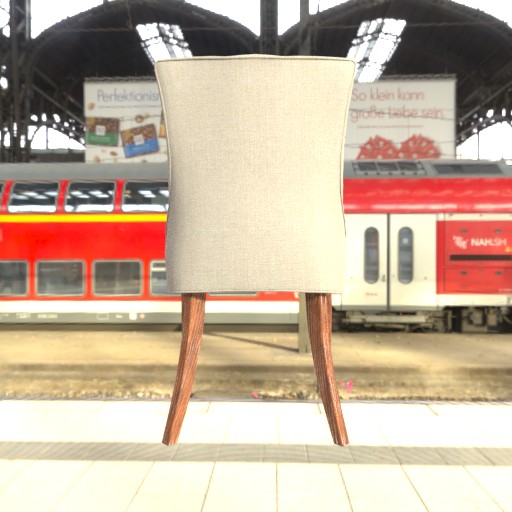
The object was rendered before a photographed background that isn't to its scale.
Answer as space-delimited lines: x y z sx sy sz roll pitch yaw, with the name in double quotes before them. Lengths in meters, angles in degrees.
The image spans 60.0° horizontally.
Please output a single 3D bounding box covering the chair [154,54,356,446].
"chair" 0.000 0.000 1.213 0.509 0.874 0.565 0 0 0
